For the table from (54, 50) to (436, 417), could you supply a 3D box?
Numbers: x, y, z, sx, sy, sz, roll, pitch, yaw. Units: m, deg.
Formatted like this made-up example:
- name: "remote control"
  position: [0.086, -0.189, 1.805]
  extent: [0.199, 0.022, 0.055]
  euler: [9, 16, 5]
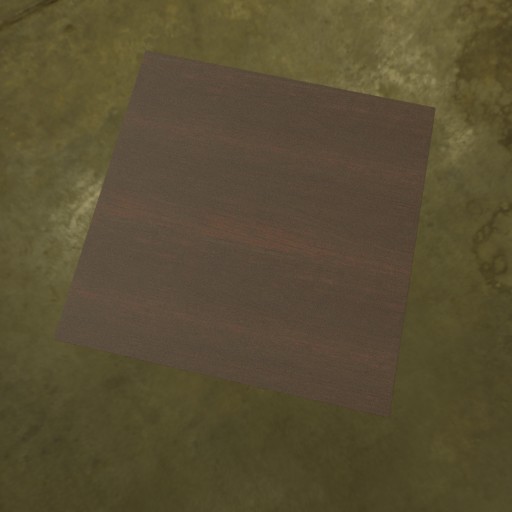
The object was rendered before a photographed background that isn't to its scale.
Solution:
- name: "table"
  position: [0.000, 0.000, 0.960]
  extent: [0.495, 0.559, 0.495]
  euler: [12, 78, 3]
